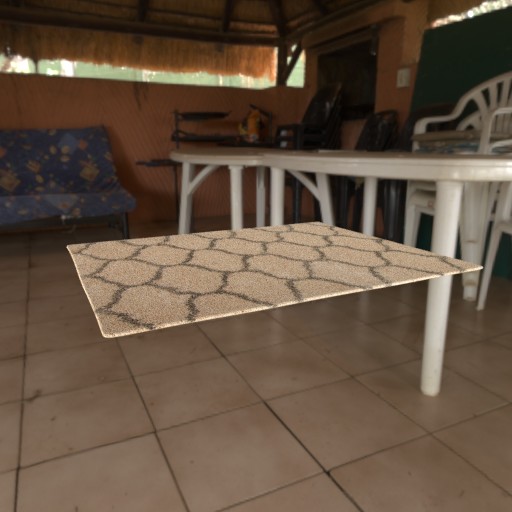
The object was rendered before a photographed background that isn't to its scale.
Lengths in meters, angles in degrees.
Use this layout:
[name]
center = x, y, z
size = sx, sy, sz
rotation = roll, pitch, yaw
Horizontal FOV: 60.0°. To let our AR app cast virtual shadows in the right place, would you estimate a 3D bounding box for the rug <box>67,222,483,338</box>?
[rug]
center = 0.000, 0.000, 4.015
size = 3.000, 0.026, 2.399
rotation = -7, 16, -26
